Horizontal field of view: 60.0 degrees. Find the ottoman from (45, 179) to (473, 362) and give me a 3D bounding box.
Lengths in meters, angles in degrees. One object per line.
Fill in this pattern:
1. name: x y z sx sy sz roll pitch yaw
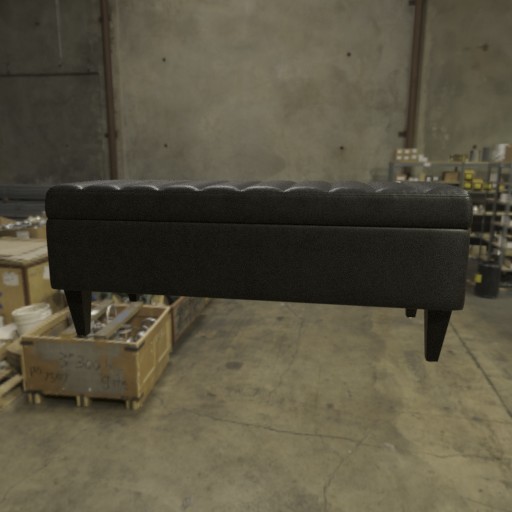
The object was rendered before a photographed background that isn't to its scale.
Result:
1. ottoman: 0.000 0.000 1.412 1.151 0.469 0.482 2 12 10
